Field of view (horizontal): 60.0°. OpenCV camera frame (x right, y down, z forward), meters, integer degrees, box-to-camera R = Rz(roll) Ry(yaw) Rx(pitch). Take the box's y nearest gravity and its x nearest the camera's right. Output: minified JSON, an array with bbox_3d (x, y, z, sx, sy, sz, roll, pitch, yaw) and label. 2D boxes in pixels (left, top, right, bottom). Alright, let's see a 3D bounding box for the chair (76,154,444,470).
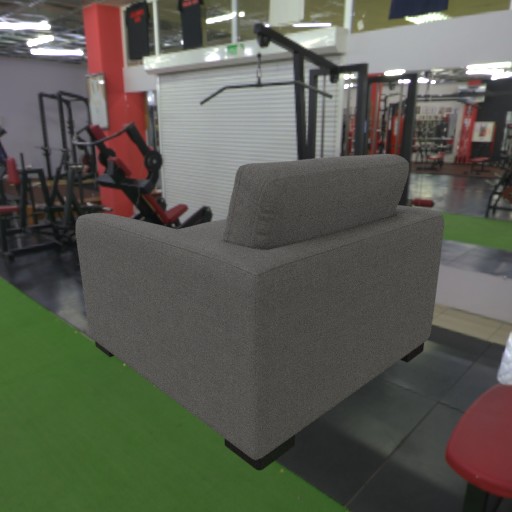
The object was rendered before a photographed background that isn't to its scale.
[{"bbox_3d":[0.000,0.000,1.847,1.070,0.847,1.100,-16,23,-42],"label":"chair"}]
